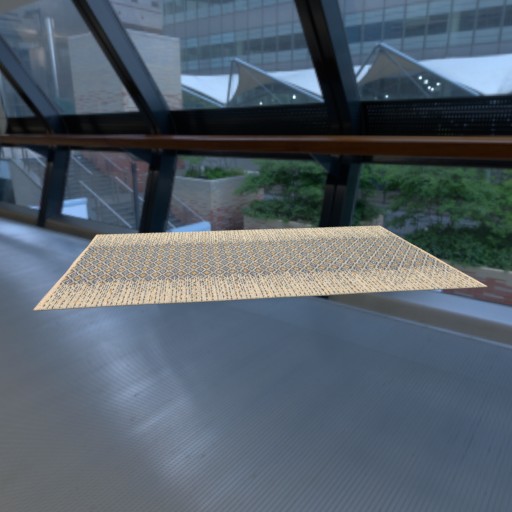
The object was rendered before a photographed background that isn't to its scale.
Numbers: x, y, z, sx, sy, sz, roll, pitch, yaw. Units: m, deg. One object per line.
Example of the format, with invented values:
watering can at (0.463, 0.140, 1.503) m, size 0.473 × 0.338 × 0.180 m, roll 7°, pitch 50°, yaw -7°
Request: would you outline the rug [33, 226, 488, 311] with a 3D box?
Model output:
rug at (0.000, 0.000, 3.088) m, size 2.448 × 0.008 × 1.541 m, roll -2°, pitch 17°, yaw -7°
